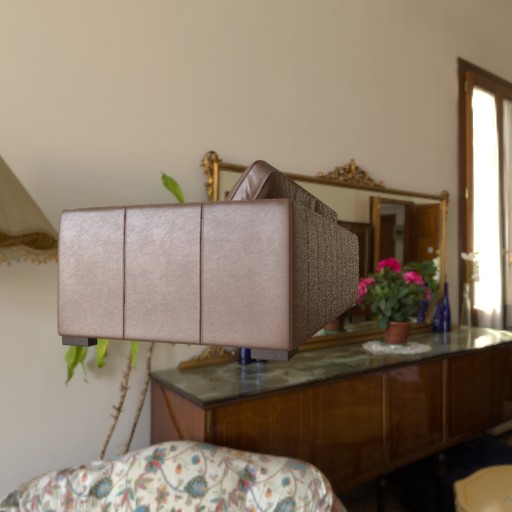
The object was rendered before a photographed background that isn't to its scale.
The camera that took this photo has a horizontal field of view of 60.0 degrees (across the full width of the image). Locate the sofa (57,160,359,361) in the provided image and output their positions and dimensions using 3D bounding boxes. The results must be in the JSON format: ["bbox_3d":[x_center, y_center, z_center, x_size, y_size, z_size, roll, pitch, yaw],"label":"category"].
[{"bbox_3d":[0.000,0.000,2.787,1.070,0.801,2.262,0,-1,19],"label":"sofa"}]
